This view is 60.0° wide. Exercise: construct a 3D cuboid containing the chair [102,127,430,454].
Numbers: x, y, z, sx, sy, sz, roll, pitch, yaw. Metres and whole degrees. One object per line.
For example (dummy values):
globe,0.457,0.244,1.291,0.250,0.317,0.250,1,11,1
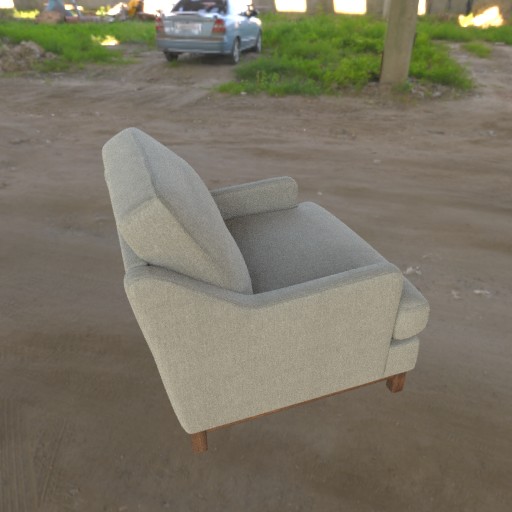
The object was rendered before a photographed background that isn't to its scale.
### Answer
chair,0.000,0.000,1.533,0.892,0.821,0.826,-10,32,-17
